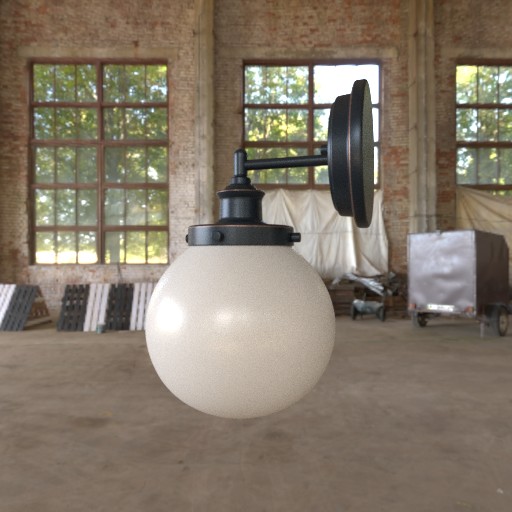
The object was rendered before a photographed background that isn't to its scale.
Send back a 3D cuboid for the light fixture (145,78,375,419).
[{"bbox_3d":[0.000,0.000,0.464,0.230,0.332,0.197,0,1,19],"label":"light fixture"}]
